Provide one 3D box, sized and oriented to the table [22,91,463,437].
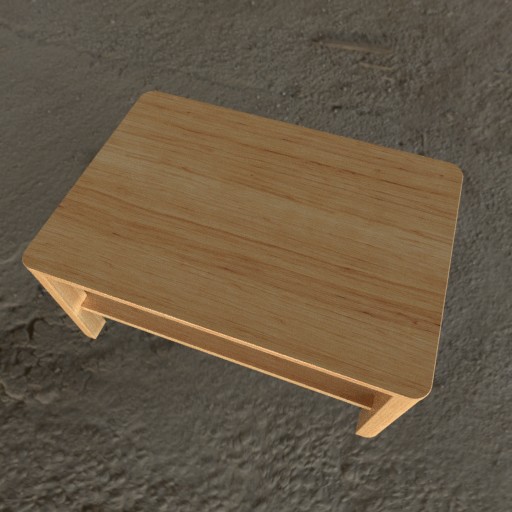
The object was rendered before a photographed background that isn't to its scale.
[{"bbox_3d":[0.000,0.000,1.350,0.997,0.445,0.696,17,60,10],"label":"table"}]
